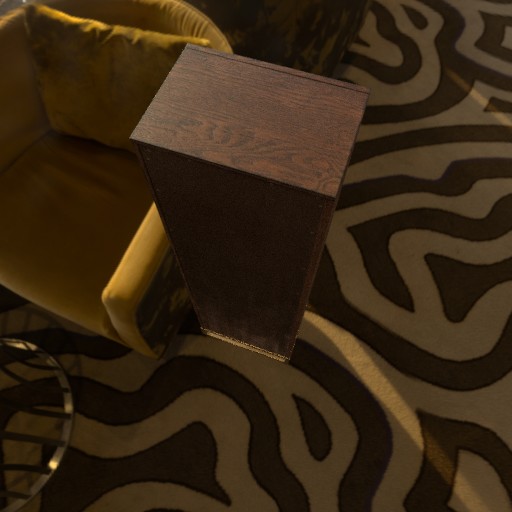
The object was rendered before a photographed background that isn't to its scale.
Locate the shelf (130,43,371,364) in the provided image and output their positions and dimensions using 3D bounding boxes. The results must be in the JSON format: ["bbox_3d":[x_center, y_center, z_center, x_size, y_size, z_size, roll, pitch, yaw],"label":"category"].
[{"bbox_3d":[0.000,0.000,1.933,0.539,1.732,0.395,18,65,9],"label":"shelf"}]
